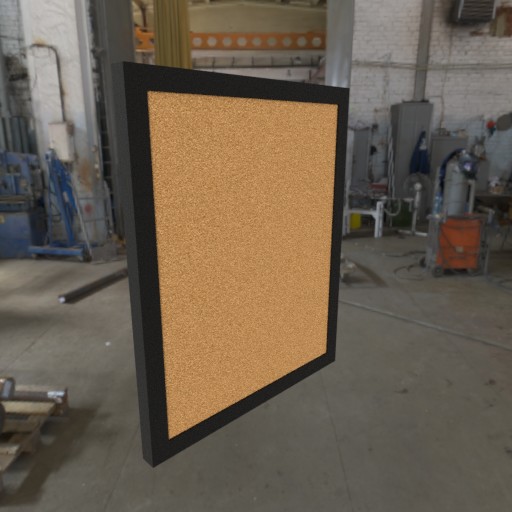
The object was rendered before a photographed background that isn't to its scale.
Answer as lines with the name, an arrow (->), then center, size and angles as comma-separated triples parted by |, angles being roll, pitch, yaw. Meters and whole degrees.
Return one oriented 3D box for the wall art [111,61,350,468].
wall art -> 0.000, 0.000, 0.747 | 0.457, 0.559, 0.029 | -15, 21, -43
